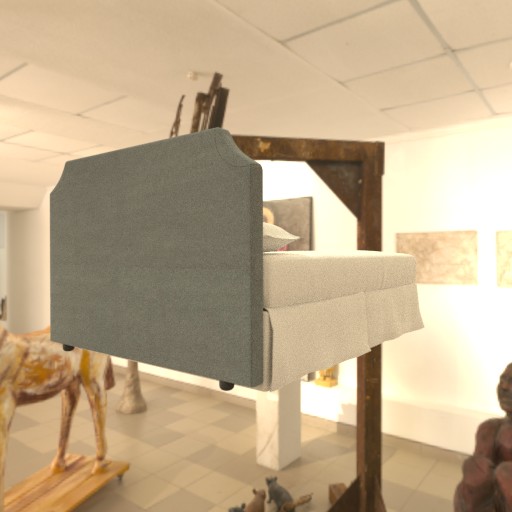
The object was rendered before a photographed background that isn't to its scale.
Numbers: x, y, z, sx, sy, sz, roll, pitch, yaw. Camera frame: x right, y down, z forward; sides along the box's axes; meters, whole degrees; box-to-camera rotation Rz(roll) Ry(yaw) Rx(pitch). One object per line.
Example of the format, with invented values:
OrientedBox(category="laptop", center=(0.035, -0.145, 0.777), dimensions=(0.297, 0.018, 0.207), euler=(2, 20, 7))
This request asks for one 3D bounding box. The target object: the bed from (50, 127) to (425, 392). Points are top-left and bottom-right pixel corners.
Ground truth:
OrientedBox(category="bed", center=(0.000, 0.000, 3.581), dimensions=(1.977, 1.306, 2.464), euler=(0, 1, 37))
